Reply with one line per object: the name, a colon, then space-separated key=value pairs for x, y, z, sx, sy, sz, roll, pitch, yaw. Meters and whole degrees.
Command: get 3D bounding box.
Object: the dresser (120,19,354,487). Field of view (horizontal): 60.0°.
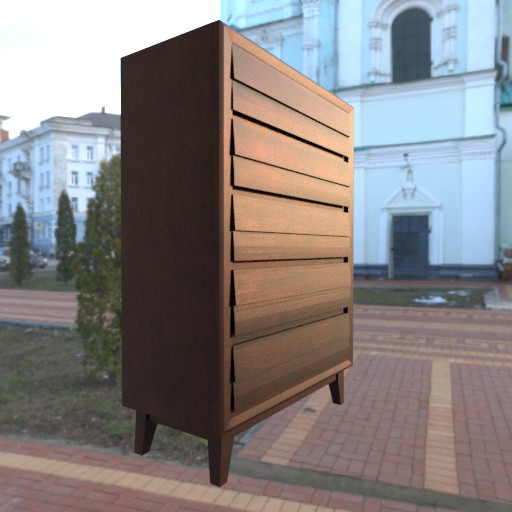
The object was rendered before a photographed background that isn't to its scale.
dresser: x=0.000 y=0.000 z=1.986 sx=0.506 sy=1.514 sz=1.072 roll=1 pitch=1 yaw=35
